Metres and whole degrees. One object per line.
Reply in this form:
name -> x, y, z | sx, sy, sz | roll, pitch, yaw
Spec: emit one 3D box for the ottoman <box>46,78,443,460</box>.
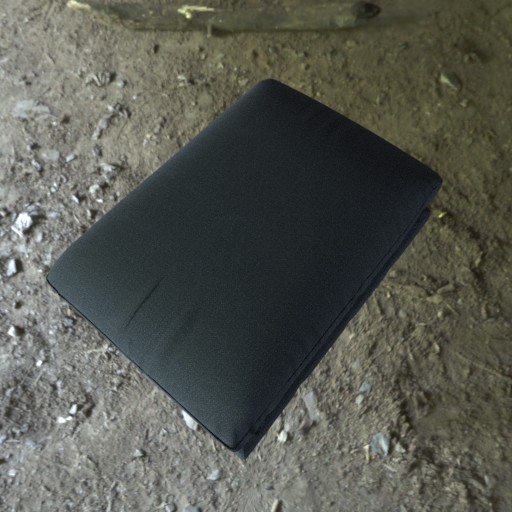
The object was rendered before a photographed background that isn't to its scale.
ottoman -> 0.000, 0.000, 1.109 | 0.558, 0.486, 0.767 | 36, 69, 17
